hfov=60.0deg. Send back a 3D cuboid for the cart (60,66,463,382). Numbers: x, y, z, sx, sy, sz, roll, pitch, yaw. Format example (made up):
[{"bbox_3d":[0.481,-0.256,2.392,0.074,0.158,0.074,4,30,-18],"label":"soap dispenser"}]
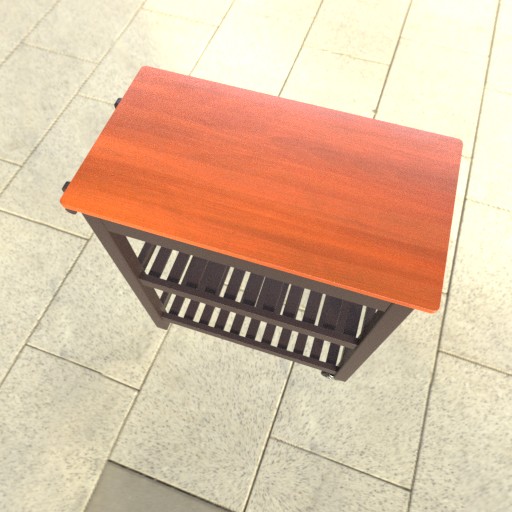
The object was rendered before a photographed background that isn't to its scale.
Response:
[{"bbox_3d":[0.000,0.000,1.439,0.899,0.927,0.457,16,65,8],"label":"cart"}]
